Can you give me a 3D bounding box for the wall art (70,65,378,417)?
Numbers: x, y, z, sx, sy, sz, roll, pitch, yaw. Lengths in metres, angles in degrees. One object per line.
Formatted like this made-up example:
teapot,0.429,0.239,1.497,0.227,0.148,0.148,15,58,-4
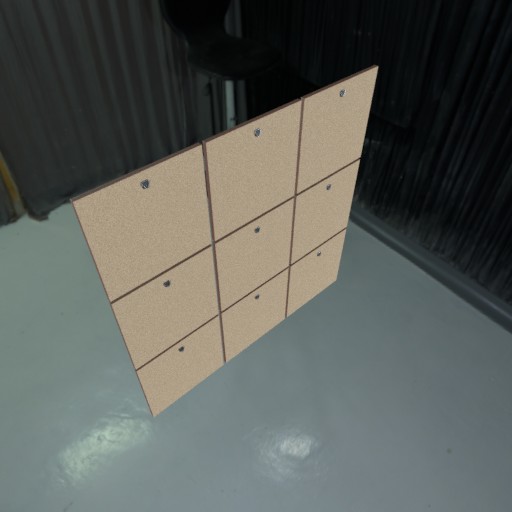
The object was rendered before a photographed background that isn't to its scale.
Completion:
wall art,0.000,0.000,1.350,0.906,0.904,0.018,-32,54,-28
